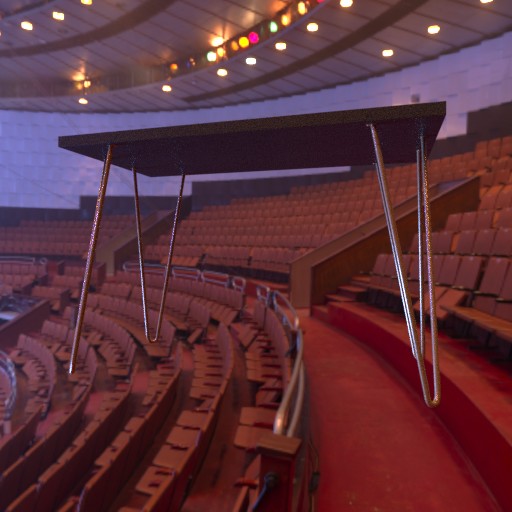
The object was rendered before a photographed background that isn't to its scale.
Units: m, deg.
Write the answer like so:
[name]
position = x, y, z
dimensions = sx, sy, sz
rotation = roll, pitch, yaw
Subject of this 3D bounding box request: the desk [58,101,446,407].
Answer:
[desk]
position = 0.000, 0.000, 1.321
dimensions = 0.991, 0.660, 0.499
rotation = 0, 0, 17
